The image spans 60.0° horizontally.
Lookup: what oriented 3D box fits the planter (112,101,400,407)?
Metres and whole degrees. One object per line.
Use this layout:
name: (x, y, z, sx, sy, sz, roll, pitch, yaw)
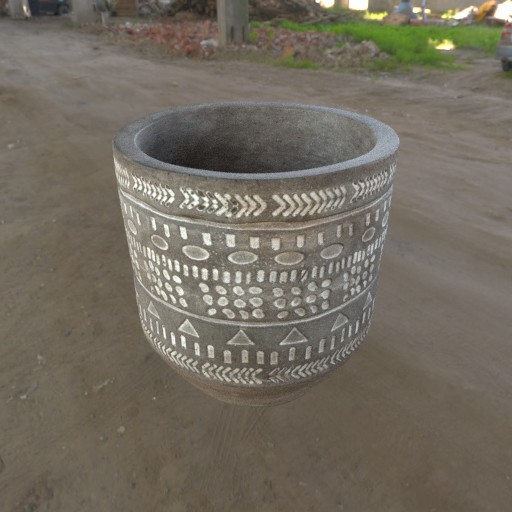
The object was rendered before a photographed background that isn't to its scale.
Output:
planter: (0.000, 0.000, 0.224, 0.122, 0.128, 0.122, 0, 31, 0)
